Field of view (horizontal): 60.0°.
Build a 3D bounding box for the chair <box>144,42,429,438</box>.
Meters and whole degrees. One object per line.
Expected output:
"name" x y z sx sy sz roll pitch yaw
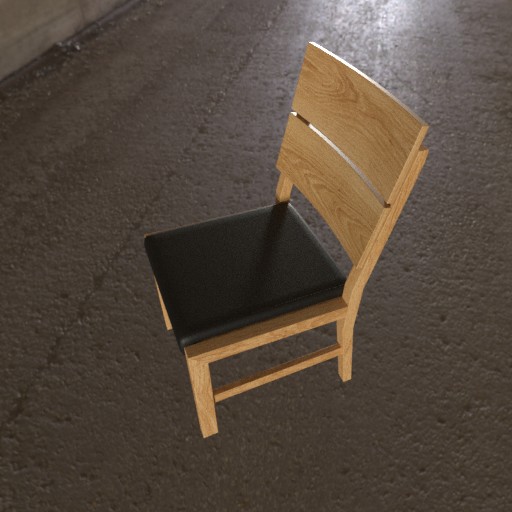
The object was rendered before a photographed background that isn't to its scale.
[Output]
"chair" 0.000 0.000 1.269 0.569 0.950 0.475 -16 47 -16
